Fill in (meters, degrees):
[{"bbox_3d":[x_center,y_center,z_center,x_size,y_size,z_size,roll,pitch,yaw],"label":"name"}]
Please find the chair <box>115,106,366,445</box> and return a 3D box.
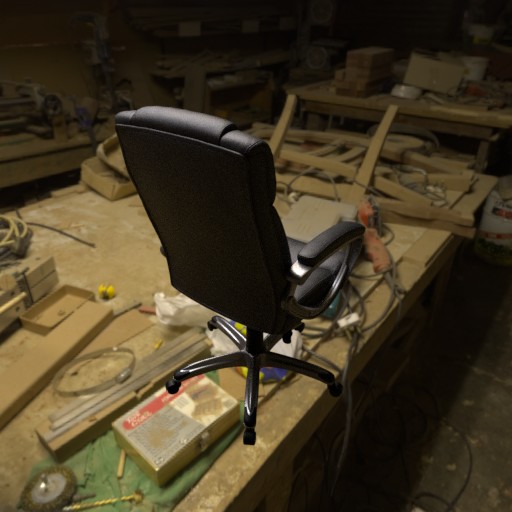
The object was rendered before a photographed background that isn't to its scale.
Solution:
[{"bbox_3d":[0.000,0.000,1.613,0.721,1.130,0.719,22,37,33],"label":"chair"}]
